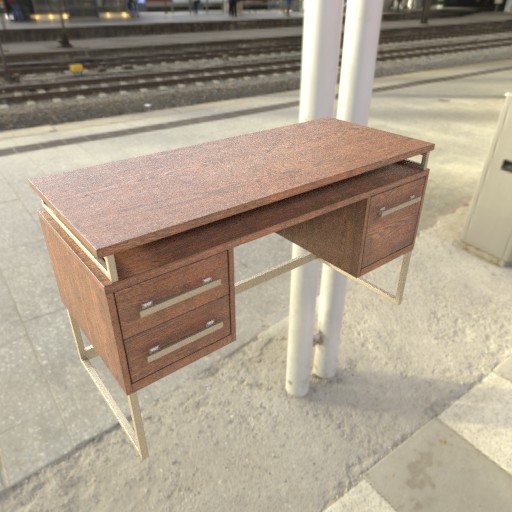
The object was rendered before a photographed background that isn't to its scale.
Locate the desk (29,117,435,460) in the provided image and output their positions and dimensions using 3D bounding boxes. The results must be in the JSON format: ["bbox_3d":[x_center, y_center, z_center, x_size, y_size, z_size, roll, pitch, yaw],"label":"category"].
[{"bbox_3d":[0.000,0.000,1.789,1.384,0.792,0.610,-22,37,-32],"label":"desk"}]
